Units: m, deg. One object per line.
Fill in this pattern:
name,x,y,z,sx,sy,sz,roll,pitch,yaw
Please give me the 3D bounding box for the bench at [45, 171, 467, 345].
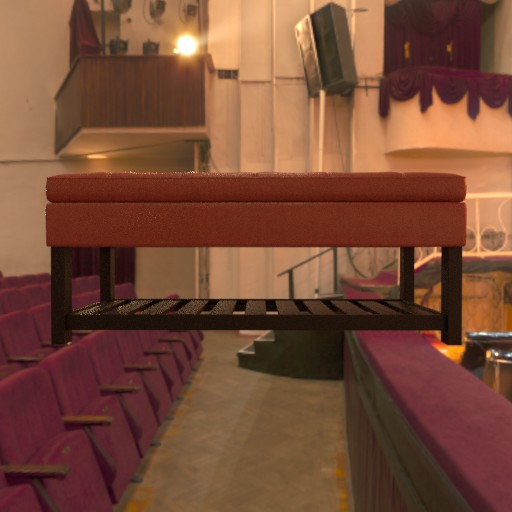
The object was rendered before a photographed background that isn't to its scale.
bench,0.000,0.000,1.359,1.105,0.460,0.432,0,1,1
